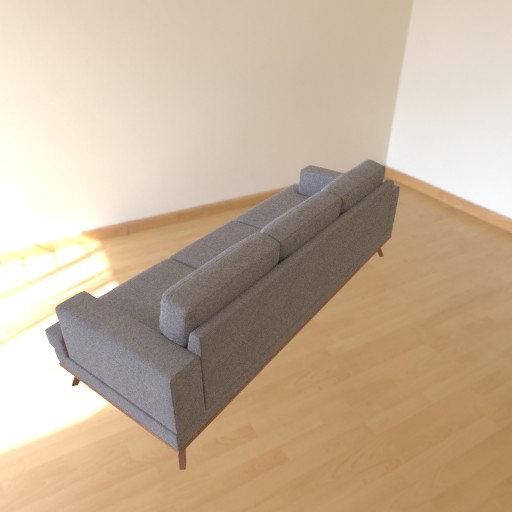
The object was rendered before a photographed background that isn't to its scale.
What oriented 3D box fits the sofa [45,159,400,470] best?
[{"bbox_3d":[0.000,0.000,2.729,0.920,0.810,2.310,21,37,30],"label":"sofa"}]
